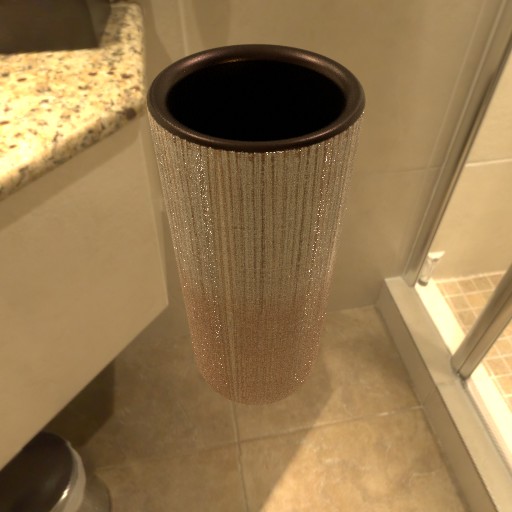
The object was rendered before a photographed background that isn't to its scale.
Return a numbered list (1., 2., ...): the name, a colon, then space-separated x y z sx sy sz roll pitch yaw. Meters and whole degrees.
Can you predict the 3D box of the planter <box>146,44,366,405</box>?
1. planter: 0.000 0.000 0.285 0.100 0.227 0.100 34 55 27
